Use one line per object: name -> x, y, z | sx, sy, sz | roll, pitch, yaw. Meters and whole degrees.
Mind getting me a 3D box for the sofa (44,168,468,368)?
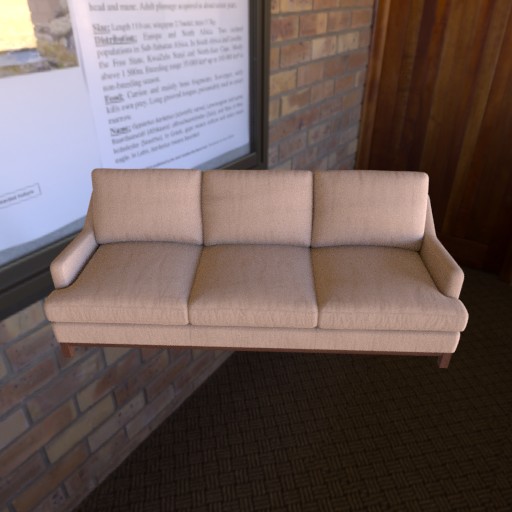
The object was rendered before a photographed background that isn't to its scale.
sofa -> 0.000, 0.000, 2.776 | 2.321, 0.913, 1.000 | 1, 31, 2
